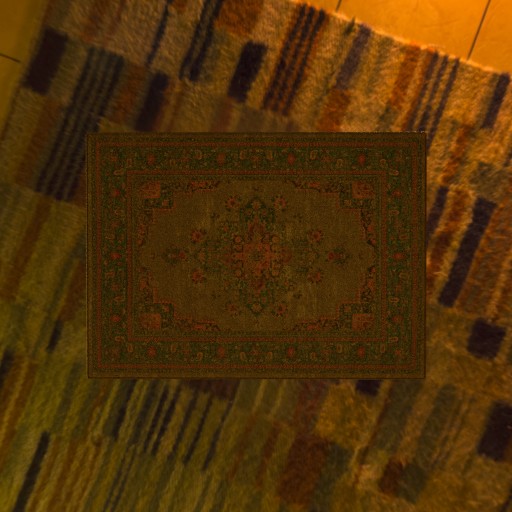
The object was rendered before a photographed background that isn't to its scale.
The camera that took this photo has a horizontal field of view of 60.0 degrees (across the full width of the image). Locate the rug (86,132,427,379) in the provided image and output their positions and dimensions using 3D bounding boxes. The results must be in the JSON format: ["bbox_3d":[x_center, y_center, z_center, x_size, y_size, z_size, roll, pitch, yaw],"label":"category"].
[{"bbox_3d":[0.000,0.000,2.884,2.214,0.013,1.609,0,91,0],"label":"rug"}]
